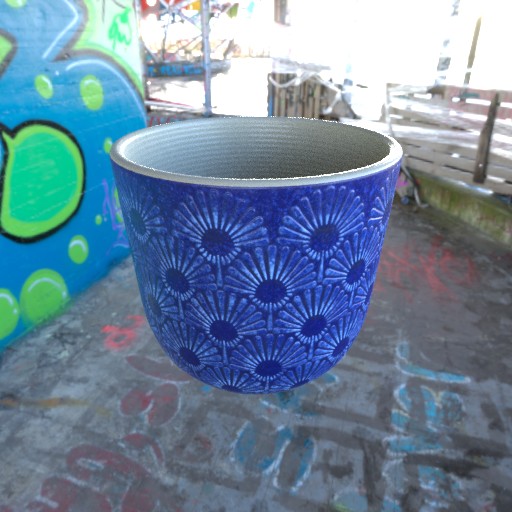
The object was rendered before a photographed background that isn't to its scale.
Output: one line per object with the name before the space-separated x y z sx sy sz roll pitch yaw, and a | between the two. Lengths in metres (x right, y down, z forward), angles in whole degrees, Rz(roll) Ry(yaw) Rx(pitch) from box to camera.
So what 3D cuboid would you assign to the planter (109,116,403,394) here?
planter | 0.000 0.000 0.366 0.206 0.190 0.206 0 27 0
